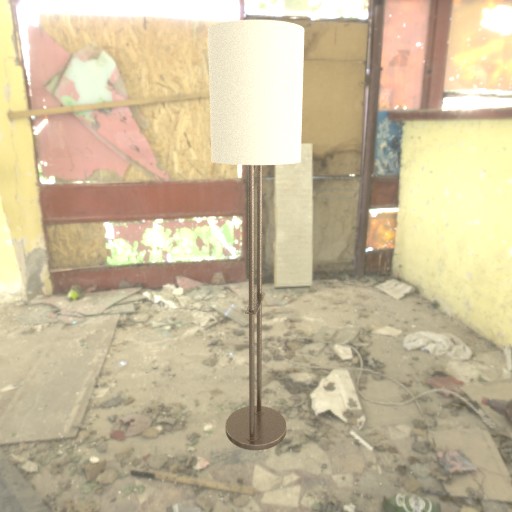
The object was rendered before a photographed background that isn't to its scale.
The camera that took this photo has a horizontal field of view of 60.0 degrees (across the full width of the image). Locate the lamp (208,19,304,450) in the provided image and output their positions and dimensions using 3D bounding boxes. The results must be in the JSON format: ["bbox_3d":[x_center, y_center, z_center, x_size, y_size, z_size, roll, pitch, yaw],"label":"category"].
[{"bbox_3d":[0.000,0.000,1.625,0.305,1.500,0.306,3,17,10],"label":"lamp"}]
